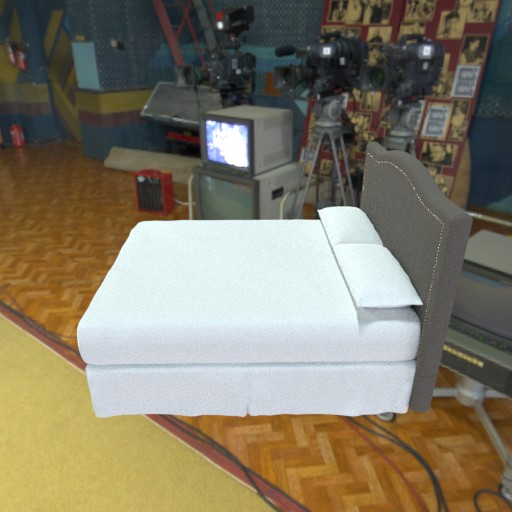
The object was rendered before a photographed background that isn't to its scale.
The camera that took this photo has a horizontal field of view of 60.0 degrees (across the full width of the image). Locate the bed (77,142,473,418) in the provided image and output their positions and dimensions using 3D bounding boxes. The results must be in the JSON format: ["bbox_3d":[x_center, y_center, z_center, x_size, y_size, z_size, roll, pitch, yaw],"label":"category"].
[{"bbox_3d":[0.000,0.000,3.061,2.036,1.387,1.666,0,26,-1],"label":"bed"}]
